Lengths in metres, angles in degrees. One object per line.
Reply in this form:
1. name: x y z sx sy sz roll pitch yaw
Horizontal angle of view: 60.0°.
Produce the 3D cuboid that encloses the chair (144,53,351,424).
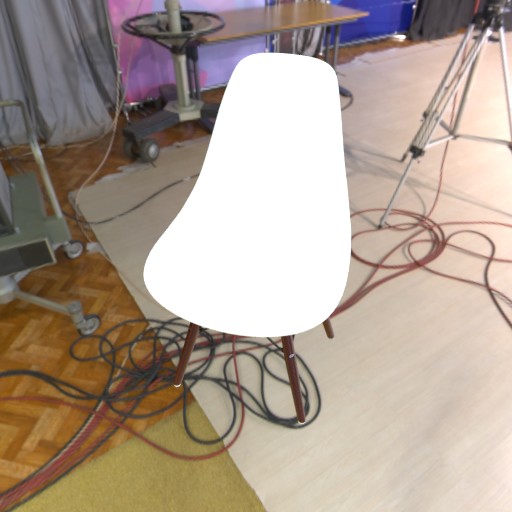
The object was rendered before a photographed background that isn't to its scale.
1. chair: 0.000 0.000 1.129 0.470 0.826 0.533 12 43 13
